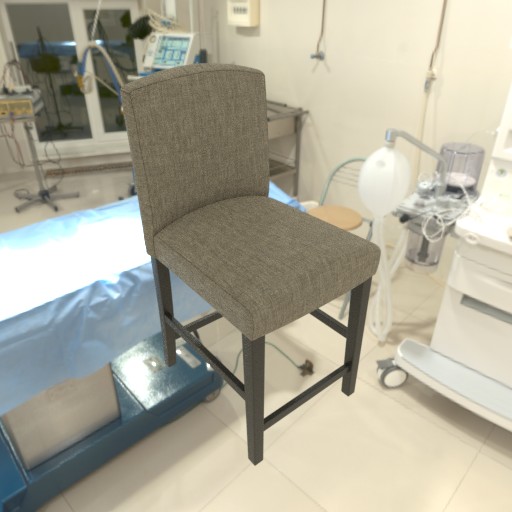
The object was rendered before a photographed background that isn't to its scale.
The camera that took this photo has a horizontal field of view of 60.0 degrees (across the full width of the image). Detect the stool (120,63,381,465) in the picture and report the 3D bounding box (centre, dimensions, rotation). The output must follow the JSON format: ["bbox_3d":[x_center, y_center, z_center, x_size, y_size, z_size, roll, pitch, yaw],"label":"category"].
[{"bbox_3d":[0.000,0.000,1.264,0.451,0.966,0.552,-22,37,-33],"label":"stool"}]
